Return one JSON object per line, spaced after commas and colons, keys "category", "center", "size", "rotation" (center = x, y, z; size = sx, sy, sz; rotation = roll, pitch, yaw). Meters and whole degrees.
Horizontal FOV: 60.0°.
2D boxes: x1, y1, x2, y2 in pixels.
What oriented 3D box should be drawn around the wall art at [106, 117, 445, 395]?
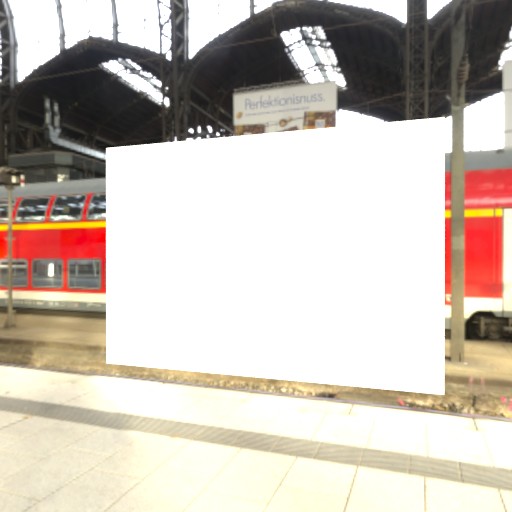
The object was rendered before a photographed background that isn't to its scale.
{"category": "wall art", "center": [0.000, 0.000, 1.672], "size": [1.308, 0.902, 0.051], "rotation": [0, 0, 19]}
